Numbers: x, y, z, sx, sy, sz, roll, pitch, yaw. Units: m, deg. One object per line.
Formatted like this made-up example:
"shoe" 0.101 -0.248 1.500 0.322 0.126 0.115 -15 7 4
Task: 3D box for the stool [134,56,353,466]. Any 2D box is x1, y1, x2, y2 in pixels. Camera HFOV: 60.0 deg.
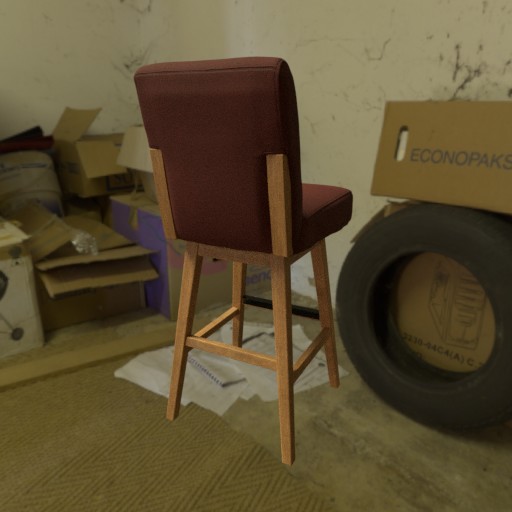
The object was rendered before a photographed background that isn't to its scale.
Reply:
"stool" 0.000 0.000 1.400 0.468 1.093 0.562 9 20 26
